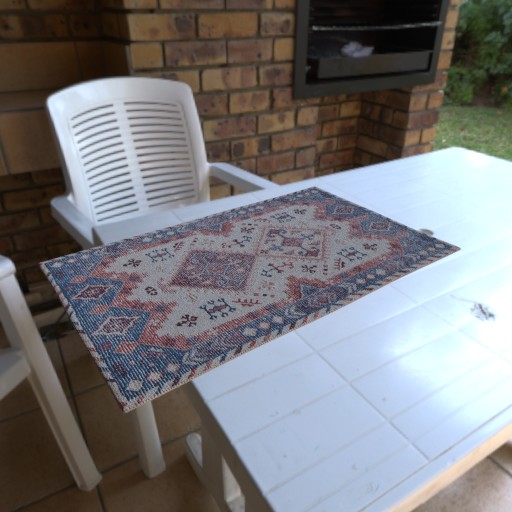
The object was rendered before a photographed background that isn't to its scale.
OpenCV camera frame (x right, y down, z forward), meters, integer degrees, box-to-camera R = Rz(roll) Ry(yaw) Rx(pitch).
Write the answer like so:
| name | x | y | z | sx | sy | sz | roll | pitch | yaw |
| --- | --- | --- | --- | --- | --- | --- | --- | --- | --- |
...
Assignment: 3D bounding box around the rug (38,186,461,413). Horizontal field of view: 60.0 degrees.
| name | x | y | z | sx | sy | sz | roll | pitch | yaw |
| --- | --- | --- | --- | --- | --- | --- | --- | --- | --- |
| rug | 0.000 | 0.000 | 3.012 | 2.464 | 0.023 | 1.521 | -20 | 35 | -31 |
